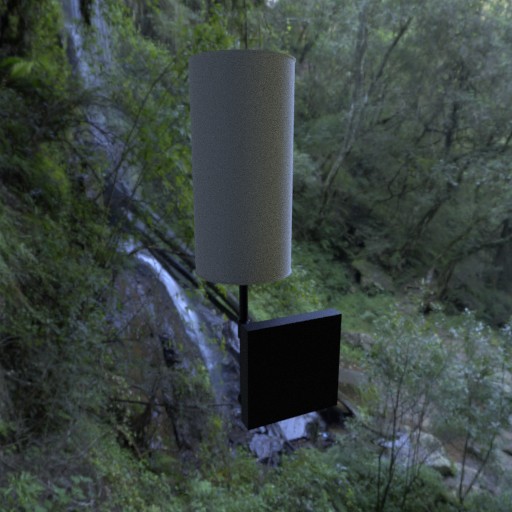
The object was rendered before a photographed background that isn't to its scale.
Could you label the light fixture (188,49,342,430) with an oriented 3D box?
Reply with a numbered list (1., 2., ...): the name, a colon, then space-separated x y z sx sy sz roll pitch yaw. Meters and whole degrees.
1. light fixture: 0.000 0.000 0.549 0.128 0.462 0.208 -6 16 -24
